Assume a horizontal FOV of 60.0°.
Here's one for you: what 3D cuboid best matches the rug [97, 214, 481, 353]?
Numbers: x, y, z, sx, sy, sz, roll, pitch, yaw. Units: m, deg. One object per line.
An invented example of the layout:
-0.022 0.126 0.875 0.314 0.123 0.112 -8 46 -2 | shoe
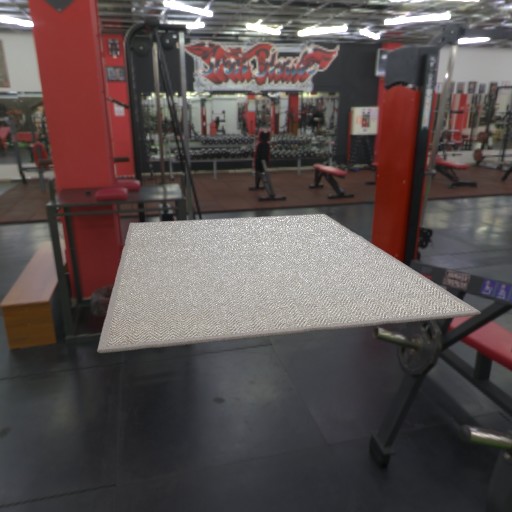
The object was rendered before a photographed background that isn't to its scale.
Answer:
0.000 0.000 4.093 2.434 0.032 3.007 -4 19 -11 | rug
